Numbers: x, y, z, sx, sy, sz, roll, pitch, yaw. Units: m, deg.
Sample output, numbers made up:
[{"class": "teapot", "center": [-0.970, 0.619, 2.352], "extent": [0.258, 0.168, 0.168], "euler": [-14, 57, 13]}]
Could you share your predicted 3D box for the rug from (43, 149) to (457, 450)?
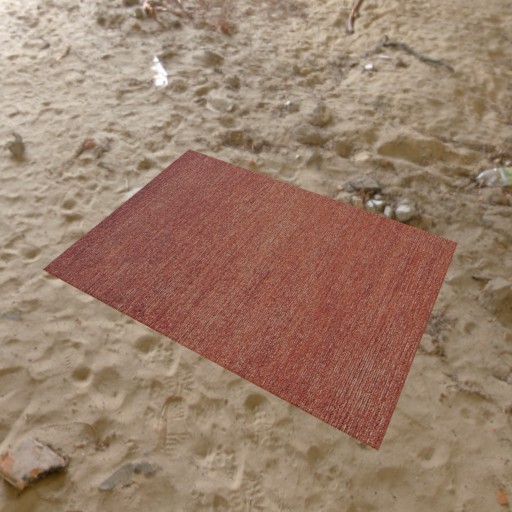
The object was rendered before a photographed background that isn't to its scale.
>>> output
[{"class": "rug", "center": [0.000, 0.000, 5.162], "extent": [3.965, 0.025, 2.803], "euler": [23, 51, 20]}]
